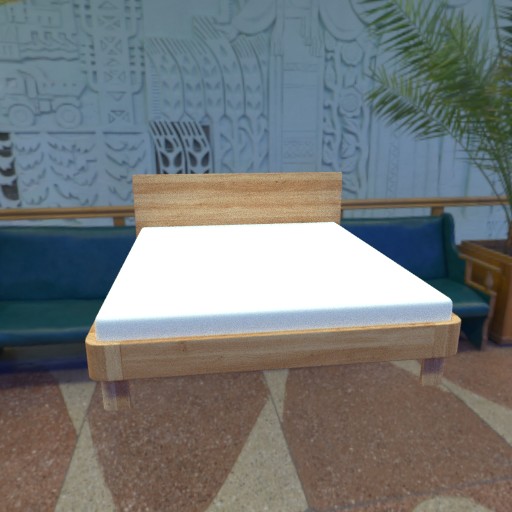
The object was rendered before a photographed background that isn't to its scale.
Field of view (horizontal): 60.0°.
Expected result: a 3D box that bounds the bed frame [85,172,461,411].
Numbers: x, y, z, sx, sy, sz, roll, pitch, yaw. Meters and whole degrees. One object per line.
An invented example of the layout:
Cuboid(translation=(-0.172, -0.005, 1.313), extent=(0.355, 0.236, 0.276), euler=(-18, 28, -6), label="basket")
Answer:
Cuboid(translation=(0.000, 0.000, 3.087), extent=(1.872, 0.940, 2.092), euler=(-2, 16, -7), label="bed frame")
